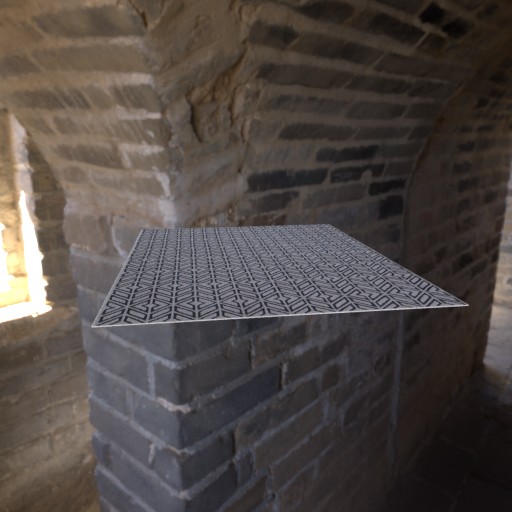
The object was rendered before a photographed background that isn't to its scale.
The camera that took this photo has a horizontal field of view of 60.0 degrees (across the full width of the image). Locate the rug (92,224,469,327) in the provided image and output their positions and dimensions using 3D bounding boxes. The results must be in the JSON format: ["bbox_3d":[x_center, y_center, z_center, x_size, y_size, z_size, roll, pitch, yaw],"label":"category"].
[{"bbox_3d":[0.000,0.000,4.243,2.421,0.008,3.045,-2,15,-8],"label":"rug"}]
